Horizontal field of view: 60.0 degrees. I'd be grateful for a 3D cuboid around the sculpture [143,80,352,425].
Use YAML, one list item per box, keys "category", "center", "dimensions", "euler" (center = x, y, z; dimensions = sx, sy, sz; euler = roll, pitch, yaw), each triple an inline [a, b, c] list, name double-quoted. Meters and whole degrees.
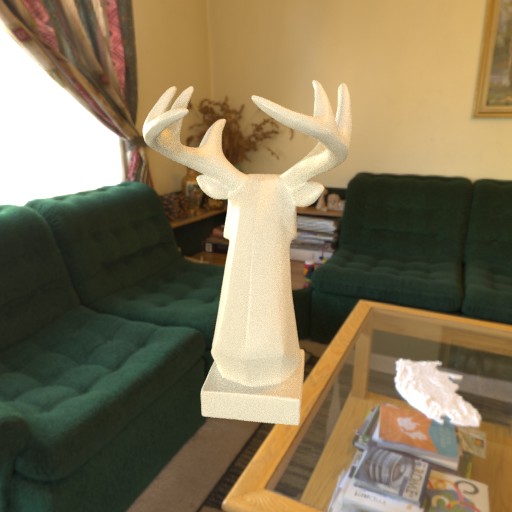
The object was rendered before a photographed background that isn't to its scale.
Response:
- category: "sculpture"
  center: [0.000, 0.000, 0.455]
  dimensions: [0.174, 0.329, 0.224]
  euler: [2, 17, 8]
